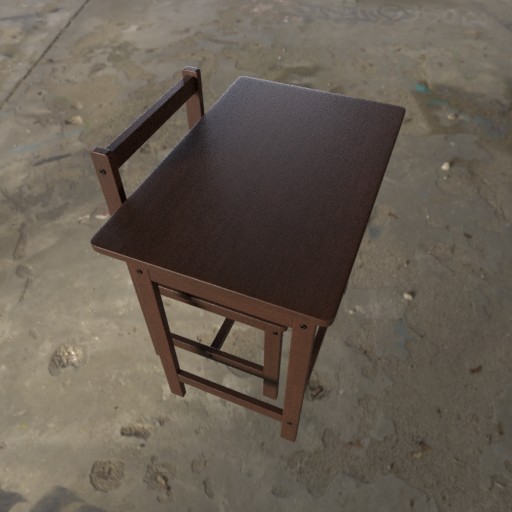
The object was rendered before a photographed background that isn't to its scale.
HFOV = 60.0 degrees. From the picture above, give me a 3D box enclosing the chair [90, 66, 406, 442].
[{"bbox_3d":[0.000,0.000,1.031,0.463,0.673,0.599,17,50,15],"label":"chair"}]
